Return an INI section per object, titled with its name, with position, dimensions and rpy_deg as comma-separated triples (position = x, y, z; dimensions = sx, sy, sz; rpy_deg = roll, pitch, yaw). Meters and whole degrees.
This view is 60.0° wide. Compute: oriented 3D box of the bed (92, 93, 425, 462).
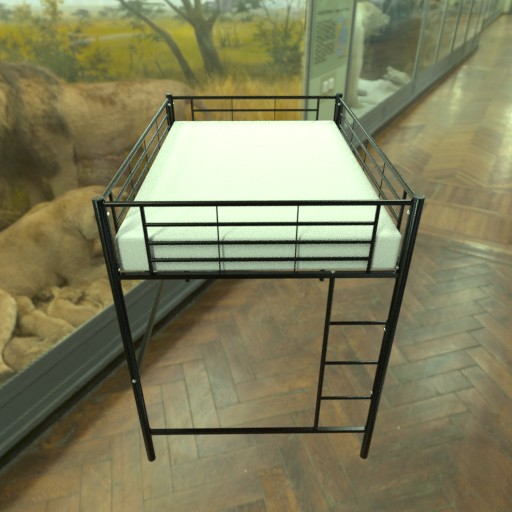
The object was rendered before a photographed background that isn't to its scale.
[bed]
position = 0.000, 0.000, 3.156
dimensions = 1.397, 1.803, 1.994
rpy_deg = 0, 32, -1
